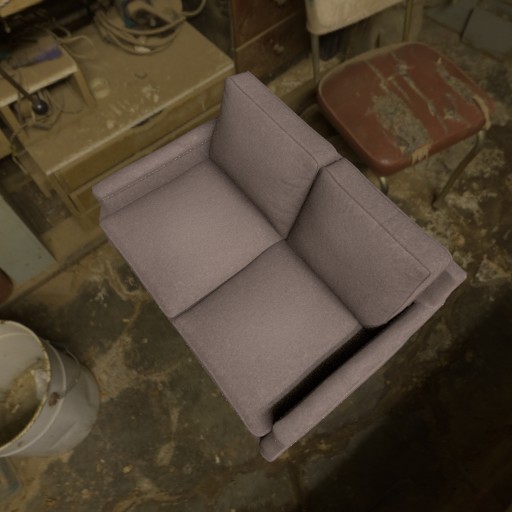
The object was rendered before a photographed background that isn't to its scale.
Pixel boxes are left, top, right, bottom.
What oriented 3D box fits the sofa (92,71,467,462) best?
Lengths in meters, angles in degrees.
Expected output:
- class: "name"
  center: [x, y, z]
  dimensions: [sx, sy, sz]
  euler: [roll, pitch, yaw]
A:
- class: "sofa"
  center: [0.000, 0.000, 2.264]
  dimensions: [1.084, 1.003, 1.597]
  euler: [-35, 69, -16]
